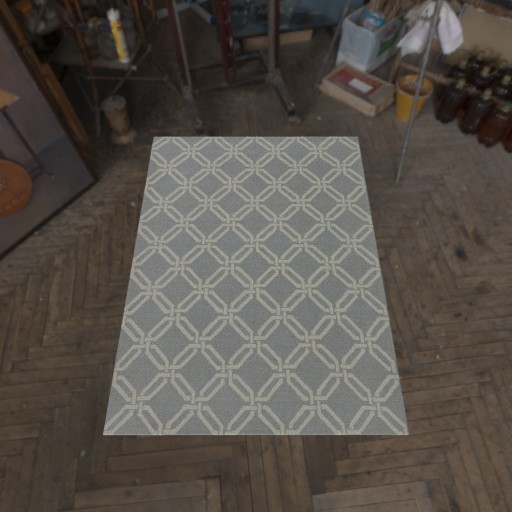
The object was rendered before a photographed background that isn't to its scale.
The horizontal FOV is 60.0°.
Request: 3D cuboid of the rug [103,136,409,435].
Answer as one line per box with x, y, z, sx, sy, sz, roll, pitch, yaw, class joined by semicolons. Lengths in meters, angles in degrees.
0.000;0.000;4.418;2.438;0.013;3.353;0;58;0;rug
